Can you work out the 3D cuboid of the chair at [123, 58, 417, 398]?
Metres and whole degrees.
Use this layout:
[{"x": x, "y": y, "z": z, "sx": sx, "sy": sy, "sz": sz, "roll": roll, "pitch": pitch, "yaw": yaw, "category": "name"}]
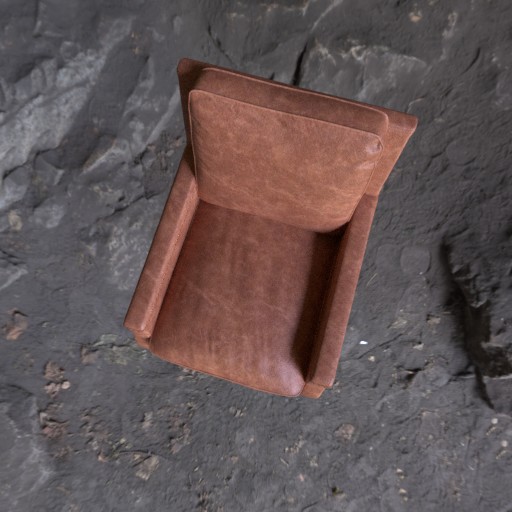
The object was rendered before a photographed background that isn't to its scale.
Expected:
[{"x": 0.000, "y": 0.000, "z": 1.840, "sx": 0.854, "sy": 1.054, "sz": 1.035, "roll": 16, "pitch": 76, "yaw": 4, "category": "chair"}]
